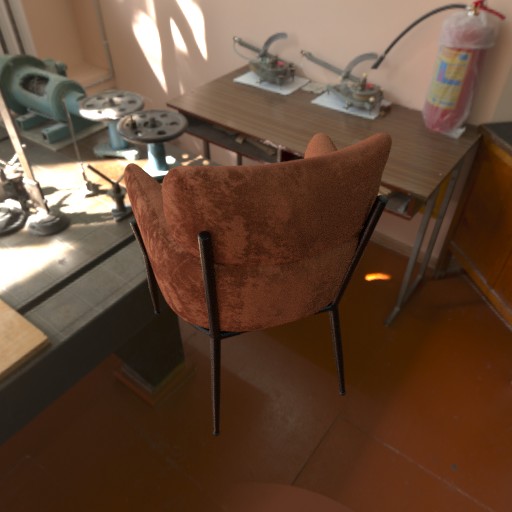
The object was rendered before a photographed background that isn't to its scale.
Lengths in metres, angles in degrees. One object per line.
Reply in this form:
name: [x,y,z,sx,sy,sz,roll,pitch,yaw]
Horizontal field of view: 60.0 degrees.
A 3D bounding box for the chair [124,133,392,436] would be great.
chair: [0.000,0.000,1.106,0.561,0.772,0.523,-13,43,-14]
